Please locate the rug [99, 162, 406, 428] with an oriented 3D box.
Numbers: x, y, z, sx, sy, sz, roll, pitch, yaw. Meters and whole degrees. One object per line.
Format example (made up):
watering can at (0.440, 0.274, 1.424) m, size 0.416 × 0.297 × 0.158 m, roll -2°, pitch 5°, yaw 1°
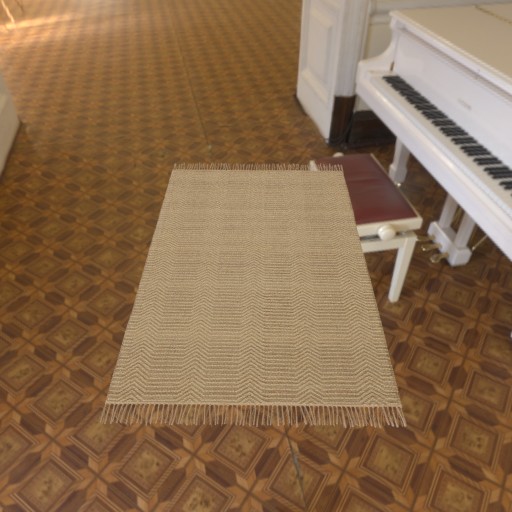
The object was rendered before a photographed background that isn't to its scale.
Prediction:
rug at (0.000, 0.000, 3.119) m, size 1.528 × 0.034 × 2.523 m, roll 1°, pitch 42°, yaw 1°
